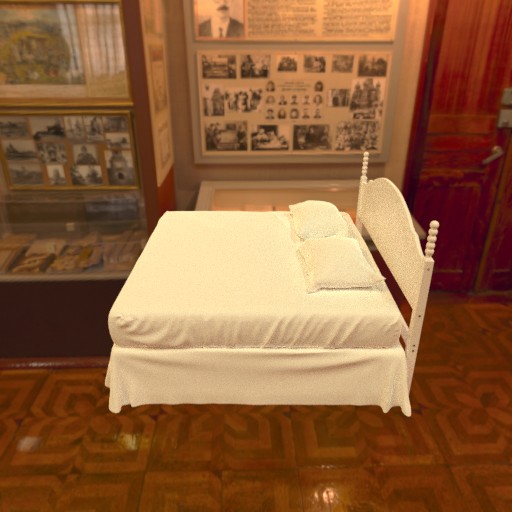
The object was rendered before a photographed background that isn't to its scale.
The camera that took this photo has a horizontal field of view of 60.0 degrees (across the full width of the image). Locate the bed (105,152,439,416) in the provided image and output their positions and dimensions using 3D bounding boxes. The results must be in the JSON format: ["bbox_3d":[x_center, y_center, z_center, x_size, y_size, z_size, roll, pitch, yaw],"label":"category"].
[{"bbox_3d":[0.000,0.000,3.764,2.219,1.355,2.322,0,26,0],"label":"bed"}]
